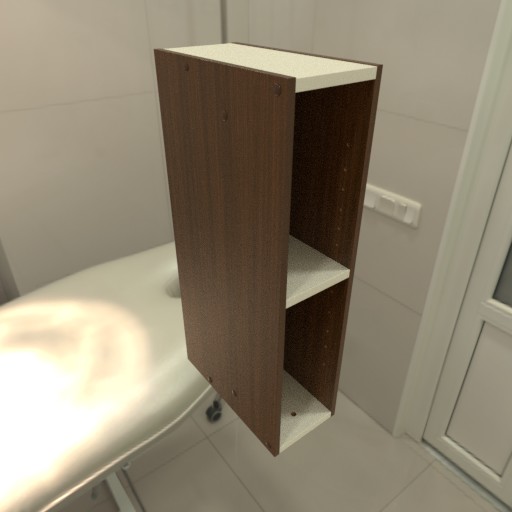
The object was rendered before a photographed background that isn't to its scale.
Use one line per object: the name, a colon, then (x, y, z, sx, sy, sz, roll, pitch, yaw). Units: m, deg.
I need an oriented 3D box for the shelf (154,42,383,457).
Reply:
shelf: (0.000, 0.000, 0.723, 0.147, 0.600, 0.290, -22, 38, -31)
